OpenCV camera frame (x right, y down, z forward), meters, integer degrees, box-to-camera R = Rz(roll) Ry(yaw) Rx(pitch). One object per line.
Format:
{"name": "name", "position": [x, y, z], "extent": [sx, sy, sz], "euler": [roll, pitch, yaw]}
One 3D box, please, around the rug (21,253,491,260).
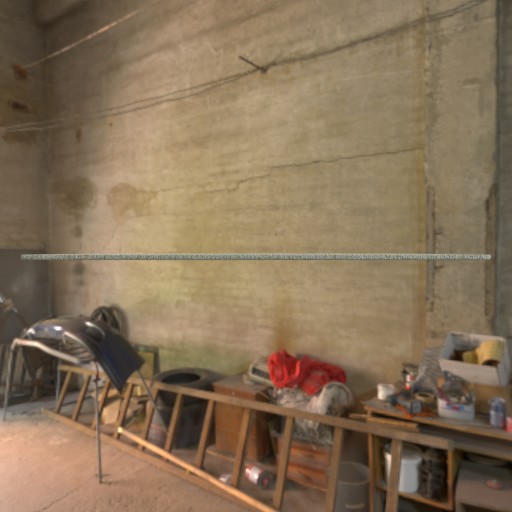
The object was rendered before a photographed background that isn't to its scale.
{"name": "rug", "position": [0.000, 0.000, 2.926], "extent": [2.349, 0.026, 1.500], "euler": [0, 1, 0]}
